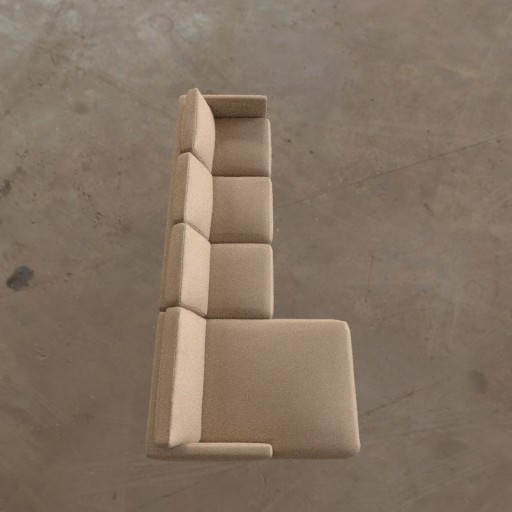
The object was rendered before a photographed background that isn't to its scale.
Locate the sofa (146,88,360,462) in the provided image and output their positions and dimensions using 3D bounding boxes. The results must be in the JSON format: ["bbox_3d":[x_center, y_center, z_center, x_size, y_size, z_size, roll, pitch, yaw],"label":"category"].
[{"bbox_3d":[0.000,0.000,3.801,1.502,0.876,3.201,0,66,0],"label":"sofa"}]
